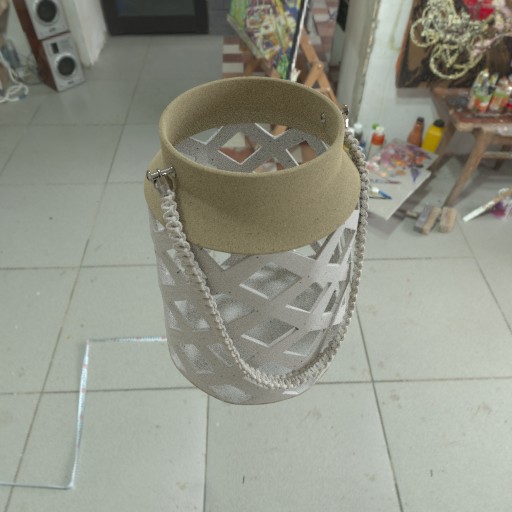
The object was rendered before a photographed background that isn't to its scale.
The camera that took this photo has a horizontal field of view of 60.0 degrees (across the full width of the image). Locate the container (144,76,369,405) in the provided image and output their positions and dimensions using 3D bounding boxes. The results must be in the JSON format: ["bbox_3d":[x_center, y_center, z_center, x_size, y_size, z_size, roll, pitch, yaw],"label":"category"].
[{"bbox_3d":[0.000,0.000,0.341,0.163,0.229,0.172,-24,52,-21],"label":"container"}]
